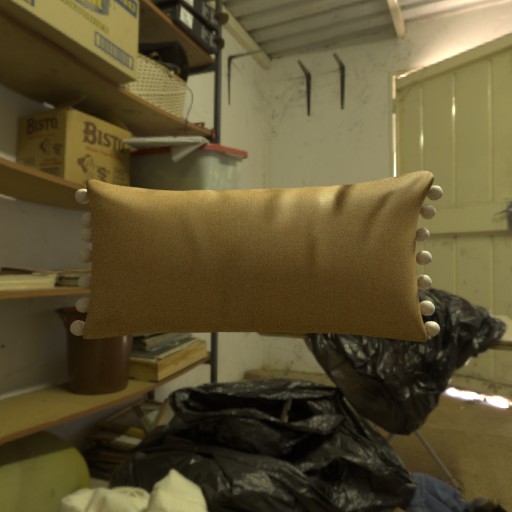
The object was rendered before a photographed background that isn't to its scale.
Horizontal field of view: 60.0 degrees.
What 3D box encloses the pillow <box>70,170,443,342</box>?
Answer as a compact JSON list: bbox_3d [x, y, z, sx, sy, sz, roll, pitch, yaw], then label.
[{"bbox_3d":[0.000,0.000,0.833,0.709,0.322,0.201,0,-1,1],"label":"pillow"}]
